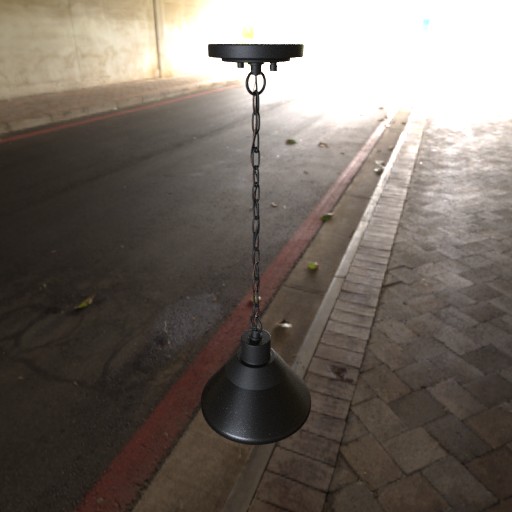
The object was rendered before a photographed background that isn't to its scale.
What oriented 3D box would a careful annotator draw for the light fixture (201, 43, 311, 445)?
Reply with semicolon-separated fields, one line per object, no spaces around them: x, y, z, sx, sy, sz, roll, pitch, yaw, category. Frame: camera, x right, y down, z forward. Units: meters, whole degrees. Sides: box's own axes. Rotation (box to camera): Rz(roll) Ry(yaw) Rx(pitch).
0.000;0.000;0.681;0.201;0.588;0.201;-18;32;-32;light fixture
